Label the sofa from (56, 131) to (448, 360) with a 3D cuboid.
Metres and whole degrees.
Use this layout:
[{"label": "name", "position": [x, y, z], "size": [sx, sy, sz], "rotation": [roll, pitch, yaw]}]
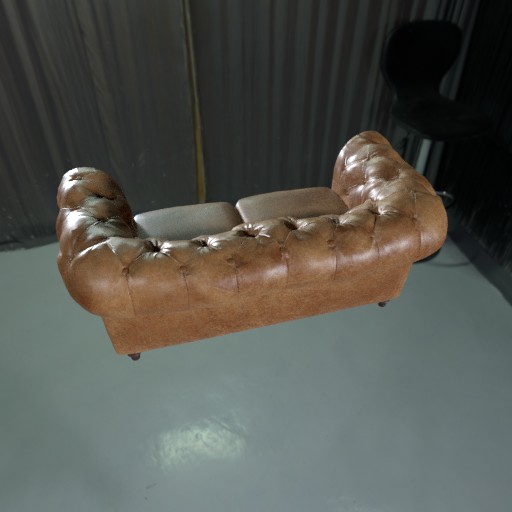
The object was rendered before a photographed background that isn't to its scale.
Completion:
[{"label": "sofa", "position": [0.000, 0.000, 2.490], "size": [1.979, 0.877, 1.042], "rotation": [-10, 42, -12]}]
